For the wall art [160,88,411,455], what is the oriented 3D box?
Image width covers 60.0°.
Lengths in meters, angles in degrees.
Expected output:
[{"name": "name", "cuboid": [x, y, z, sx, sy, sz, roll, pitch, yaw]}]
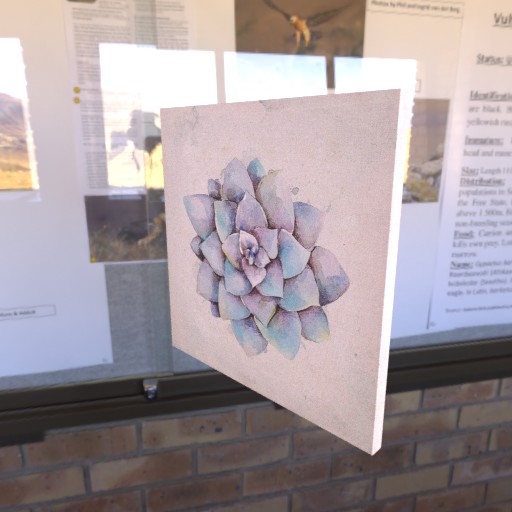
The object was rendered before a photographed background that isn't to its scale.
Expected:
[{"name": "wall art", "cuboid": [0.000, 0.000, 1.151, 0.762, 0.762, 0.038, 14, 21, 43]}]
